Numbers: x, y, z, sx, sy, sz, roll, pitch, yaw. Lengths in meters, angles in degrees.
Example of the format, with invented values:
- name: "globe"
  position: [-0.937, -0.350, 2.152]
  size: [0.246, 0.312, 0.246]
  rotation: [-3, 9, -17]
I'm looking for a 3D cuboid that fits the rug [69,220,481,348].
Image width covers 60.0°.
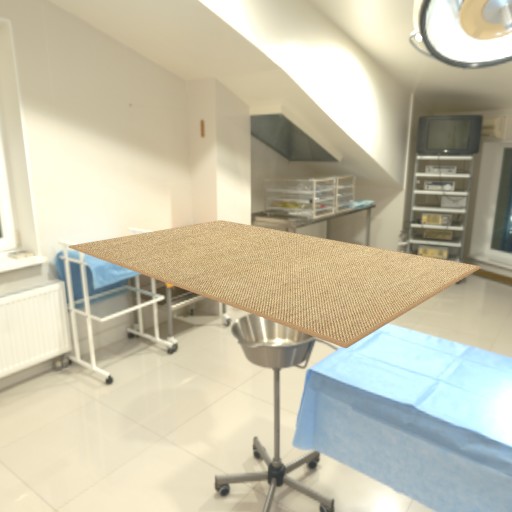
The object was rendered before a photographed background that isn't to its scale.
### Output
- name: "rug"
  position: [0.000, 0.000, 2.090]
  size: [1.668, 0.012, 1.061]
  rotation: [13, 20, 42]
